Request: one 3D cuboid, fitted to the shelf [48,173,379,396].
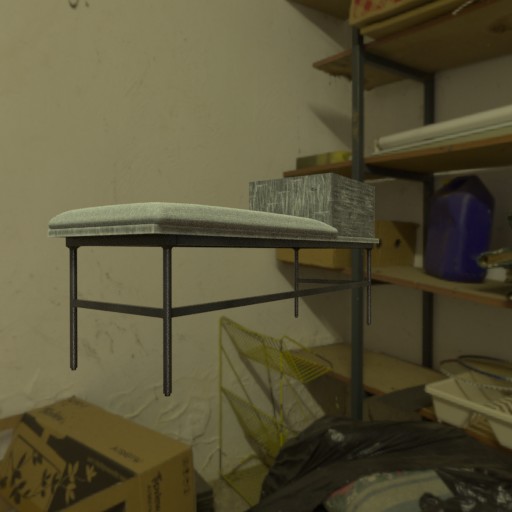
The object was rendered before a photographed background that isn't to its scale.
[{"bbox_3d":[0.000,0.000,1.625,0.457,0.633,1.342,0,1,36],"label":"shelf"}]
